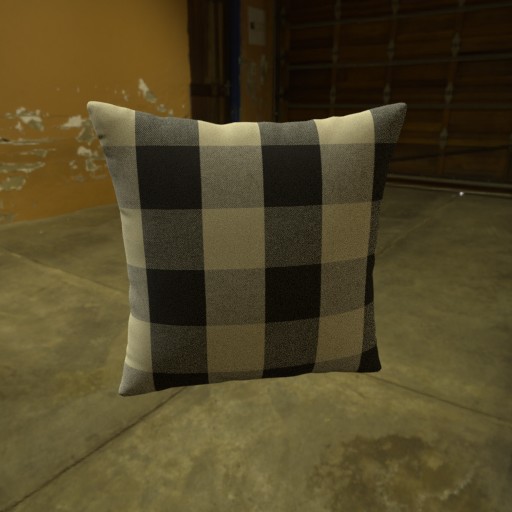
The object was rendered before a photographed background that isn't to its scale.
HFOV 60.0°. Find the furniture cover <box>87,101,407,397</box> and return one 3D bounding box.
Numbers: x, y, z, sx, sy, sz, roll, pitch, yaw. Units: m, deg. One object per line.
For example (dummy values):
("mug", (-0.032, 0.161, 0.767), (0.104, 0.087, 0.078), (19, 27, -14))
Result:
("furniture cover", (0.000, 0.000, 0.775), (0.511, 0.509, 0.161), (-3, 18, -9))
